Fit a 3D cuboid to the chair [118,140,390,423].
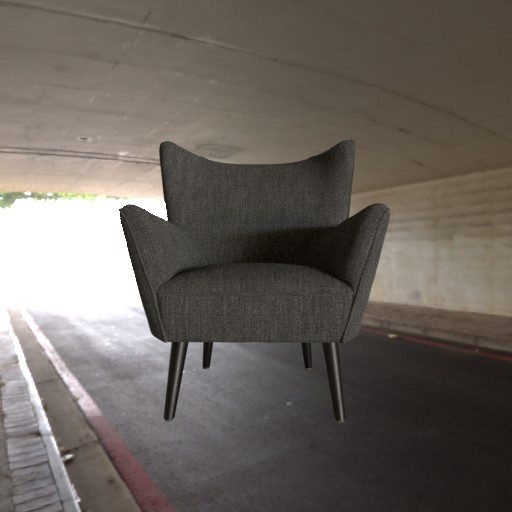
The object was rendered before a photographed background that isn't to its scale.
[{"bbox_3d":[0.000,0.000,1.621,0.781,0.933,0.888,0,0,1],"label":"chair"}]
